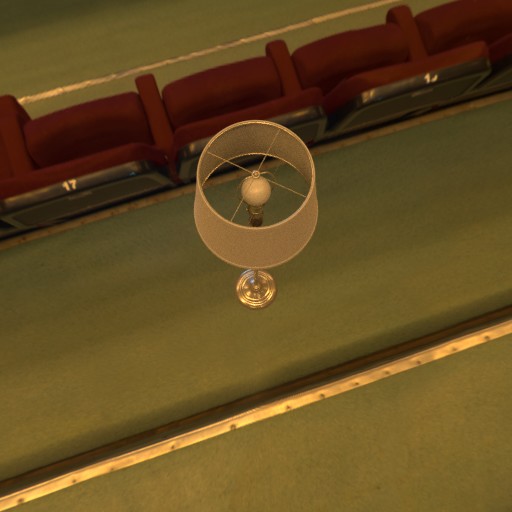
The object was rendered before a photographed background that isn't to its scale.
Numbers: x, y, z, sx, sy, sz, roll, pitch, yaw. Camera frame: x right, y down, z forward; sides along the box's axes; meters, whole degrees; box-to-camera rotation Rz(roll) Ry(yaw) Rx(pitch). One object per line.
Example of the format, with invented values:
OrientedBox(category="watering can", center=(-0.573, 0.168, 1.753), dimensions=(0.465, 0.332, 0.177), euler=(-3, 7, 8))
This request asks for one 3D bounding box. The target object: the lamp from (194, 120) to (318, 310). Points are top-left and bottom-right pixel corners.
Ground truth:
OrientedBox(category="lamp", center=(0.000, 0.000, 1.681), dimensions=(0.327, 1.506, 0.327), euler=(-18, 77, -4))
